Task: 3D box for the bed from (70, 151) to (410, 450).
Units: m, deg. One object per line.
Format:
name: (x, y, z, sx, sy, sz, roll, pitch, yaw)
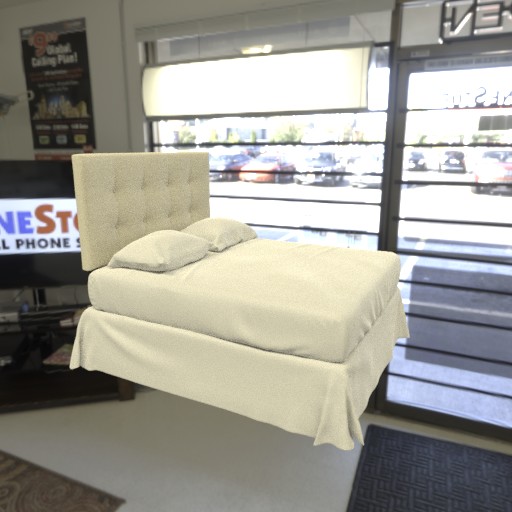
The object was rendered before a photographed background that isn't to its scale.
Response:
bed: (0.000, 0.000, 3.491, 2.222, 1.577, 1.936, 7, 16, 27)
